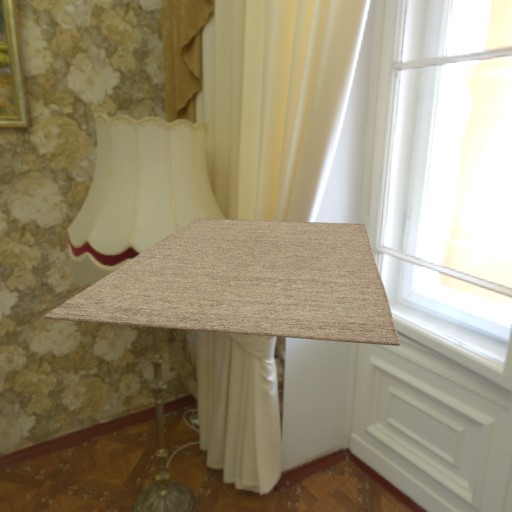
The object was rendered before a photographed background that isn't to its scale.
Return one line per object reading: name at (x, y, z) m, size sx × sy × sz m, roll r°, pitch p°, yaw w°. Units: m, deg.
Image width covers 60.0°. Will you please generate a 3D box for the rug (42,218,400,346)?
rug at (0.000, 0.000, 2.932) m, size 1.547 × 0.013 × 2.283 m, roll 3°, pitch 16°, yaw 9°
